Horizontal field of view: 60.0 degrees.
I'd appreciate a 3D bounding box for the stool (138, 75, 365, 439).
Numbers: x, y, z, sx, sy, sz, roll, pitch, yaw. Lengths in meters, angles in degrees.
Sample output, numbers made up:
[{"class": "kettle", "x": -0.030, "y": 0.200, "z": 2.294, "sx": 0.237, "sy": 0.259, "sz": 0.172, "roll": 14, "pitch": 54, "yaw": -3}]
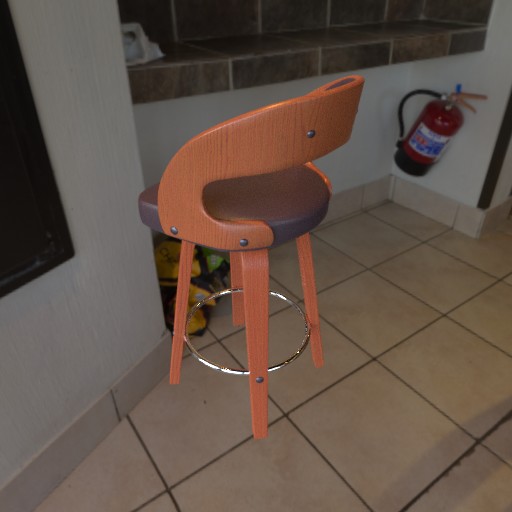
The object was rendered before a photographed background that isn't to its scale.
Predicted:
[{"class": "stool", "x": 0.000, "y": 0.000, "z": 1.194, "sx": 0.457, "sy": 0.940, "sz": 0.457, "roll": 22, "pitch": 39, "yaw": 30}]
